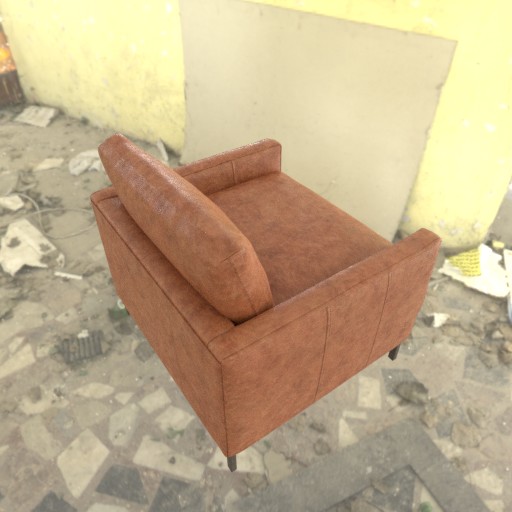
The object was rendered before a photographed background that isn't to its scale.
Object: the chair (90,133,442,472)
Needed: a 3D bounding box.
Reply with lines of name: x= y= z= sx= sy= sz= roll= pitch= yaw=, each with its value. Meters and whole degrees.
chair: x=0.000 y=0.000 z=1.649 sx=0.862 sy=0.869 sz=0.967 roll=-24 pitch=45 yaw=-27
